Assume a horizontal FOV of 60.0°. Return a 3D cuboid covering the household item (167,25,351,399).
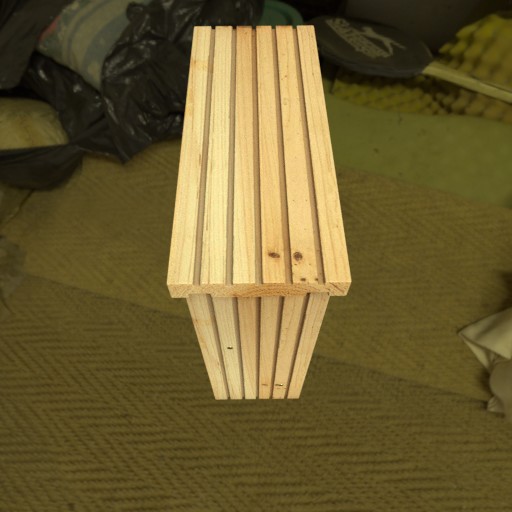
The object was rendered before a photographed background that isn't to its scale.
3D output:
[{"bbox_3d":[0.000,0.000,0.545,0.123,0.407,0.301,-1,58,0],"label":"household item"}]
